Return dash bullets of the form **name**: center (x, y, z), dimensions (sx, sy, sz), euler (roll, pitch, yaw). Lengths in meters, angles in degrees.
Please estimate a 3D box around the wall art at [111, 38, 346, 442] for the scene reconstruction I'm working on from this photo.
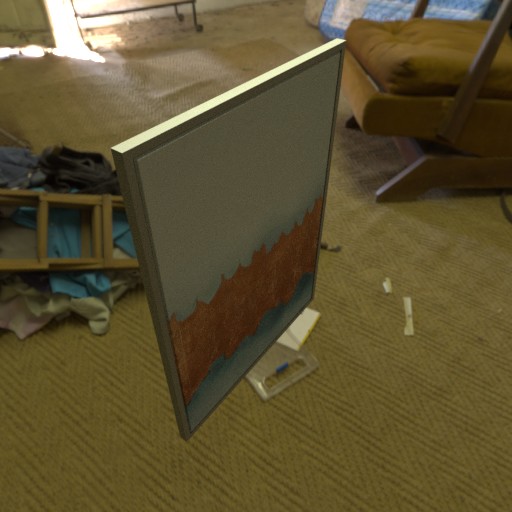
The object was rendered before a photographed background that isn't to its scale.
- **wall art**: center (0.000, 0.000, 1.337), dimensions (0.034, 1.042, 0.789), euler (26, 48, 27)
